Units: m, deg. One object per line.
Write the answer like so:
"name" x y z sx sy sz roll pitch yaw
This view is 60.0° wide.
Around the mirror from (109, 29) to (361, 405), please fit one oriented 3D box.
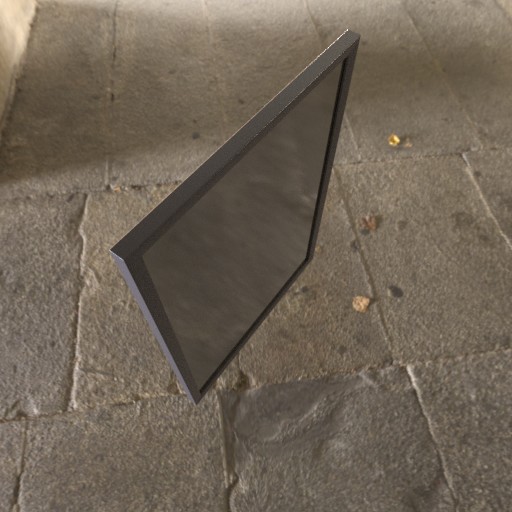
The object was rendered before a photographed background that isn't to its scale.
"mirror" 0.000 0.000 1.312 0.040 1.016 0.762 33 64 18
